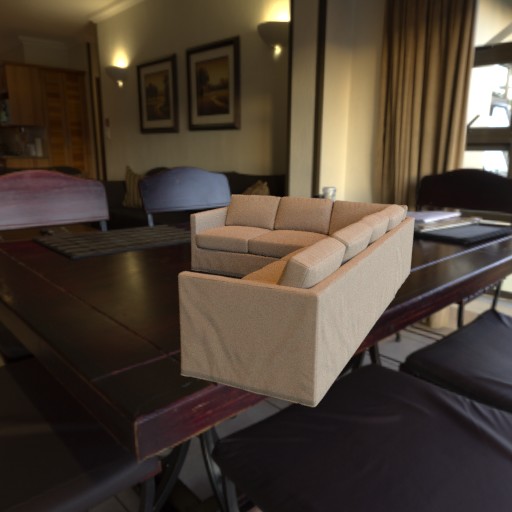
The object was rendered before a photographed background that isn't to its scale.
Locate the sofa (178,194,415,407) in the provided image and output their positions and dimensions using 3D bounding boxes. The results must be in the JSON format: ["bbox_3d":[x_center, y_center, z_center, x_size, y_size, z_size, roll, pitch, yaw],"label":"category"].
[{"bbox_3d":[0.000,0.000,4.277,2.432,0.871,3.182,7,15,27],"label":"sofa"}]
